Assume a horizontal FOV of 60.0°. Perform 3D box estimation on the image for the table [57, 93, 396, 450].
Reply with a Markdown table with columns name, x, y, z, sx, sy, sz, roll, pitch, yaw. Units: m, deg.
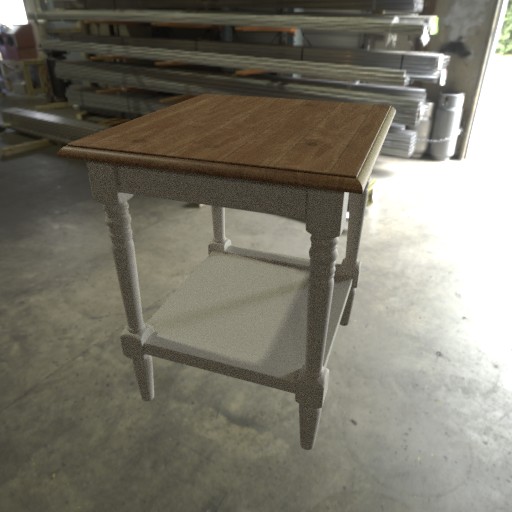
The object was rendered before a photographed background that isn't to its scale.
| name | x | y | z | sx | sy | sz | roll | pitch | yaw |
| --- | --- | --- | --- | --- | --- | --- | --- | --- | --- |
| table | 0.000 | 0.000 | 0.943 | 0.457 | 0.561 | 0.508 | 10 | 31 | 17 |
